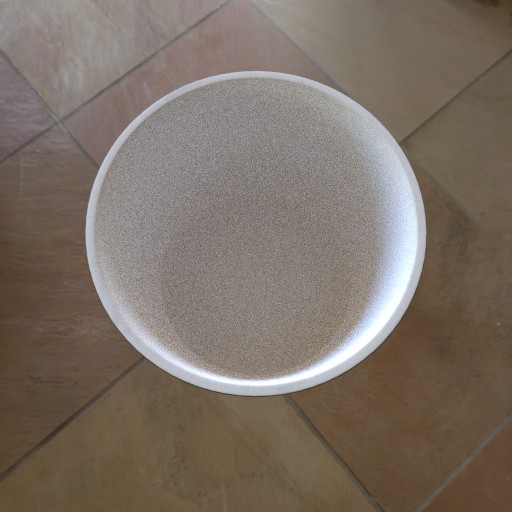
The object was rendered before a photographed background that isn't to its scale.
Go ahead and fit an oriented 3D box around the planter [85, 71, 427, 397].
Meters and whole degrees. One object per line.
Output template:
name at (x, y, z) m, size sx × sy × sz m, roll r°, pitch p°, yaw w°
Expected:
planter at (0.000, 0.000, 0.384) m, size 0.221 × 0.201 × 0.221 m, roll 0°, pitch 76°, yaw 0°
